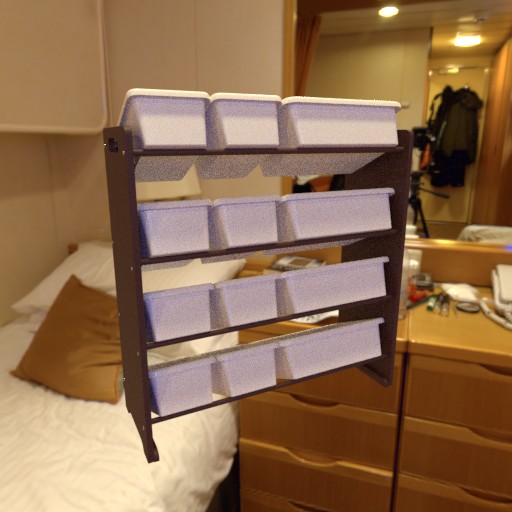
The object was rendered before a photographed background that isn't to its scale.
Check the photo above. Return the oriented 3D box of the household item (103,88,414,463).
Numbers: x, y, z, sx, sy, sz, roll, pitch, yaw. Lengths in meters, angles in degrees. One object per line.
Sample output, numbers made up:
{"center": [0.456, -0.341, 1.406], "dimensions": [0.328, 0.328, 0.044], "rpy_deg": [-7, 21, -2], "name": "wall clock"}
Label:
{"center": [0.000, 0.000, 1.305], "dimensions": [0.787, 0.864, 0.389], "rpy_deg": [-7, 16, -26], "name": "household item"}
